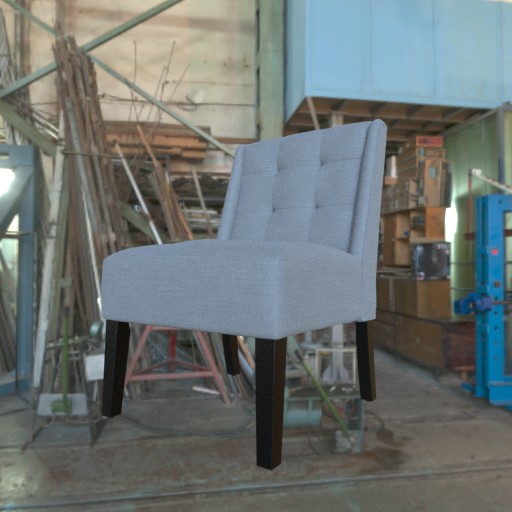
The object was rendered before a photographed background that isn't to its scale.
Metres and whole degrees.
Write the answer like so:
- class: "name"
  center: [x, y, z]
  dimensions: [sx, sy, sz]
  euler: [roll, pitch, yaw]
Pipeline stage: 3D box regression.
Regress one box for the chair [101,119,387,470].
- class: "chair"
  center: [0.000, 0.000, 1.284]
  dimensions: [0.569, 0.853, 0.676]
  euler: [-1, -1, 35]
